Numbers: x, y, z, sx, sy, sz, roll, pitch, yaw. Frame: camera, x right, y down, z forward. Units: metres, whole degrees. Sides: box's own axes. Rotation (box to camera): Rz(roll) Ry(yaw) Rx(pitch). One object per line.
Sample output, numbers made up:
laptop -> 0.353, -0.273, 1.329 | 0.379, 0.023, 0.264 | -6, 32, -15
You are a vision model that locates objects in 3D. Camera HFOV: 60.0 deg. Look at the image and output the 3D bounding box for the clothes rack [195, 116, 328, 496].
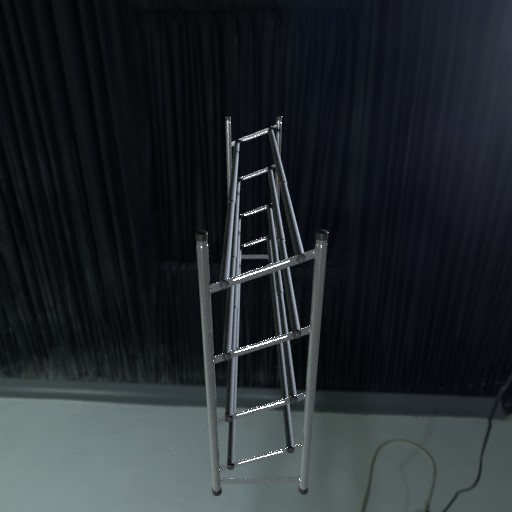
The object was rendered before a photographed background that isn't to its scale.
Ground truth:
clothes rack -> 0.000, 0.000, 1.411 | 0.229, 0.672, 1.168 | 0, 27, -1
